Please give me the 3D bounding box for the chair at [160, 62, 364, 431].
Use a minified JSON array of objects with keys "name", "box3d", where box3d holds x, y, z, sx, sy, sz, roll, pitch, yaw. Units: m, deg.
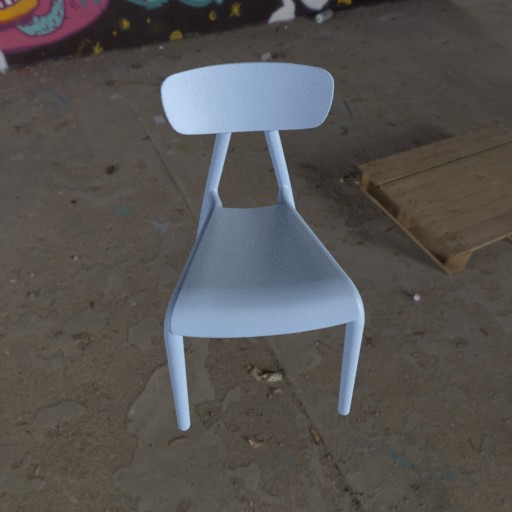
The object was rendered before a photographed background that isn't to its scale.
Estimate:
[{"name":"chair","box3d":[0.000,0.000,0.841,0.356,0.580,0.401,-4,46,-4]}]
